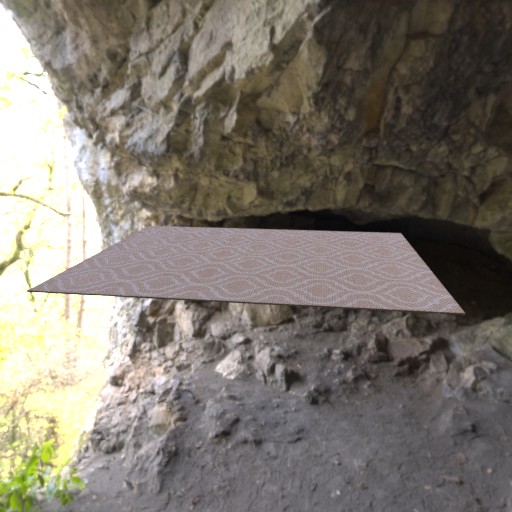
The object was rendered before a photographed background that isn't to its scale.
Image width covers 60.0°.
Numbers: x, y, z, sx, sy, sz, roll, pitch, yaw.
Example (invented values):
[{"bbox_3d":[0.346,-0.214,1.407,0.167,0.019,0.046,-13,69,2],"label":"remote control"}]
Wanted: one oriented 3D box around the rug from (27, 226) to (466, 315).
[{"bbox_3d":[0.000,0.000,3.972,2.894,0.013,2.286,2,15,8],"label":"rug"}]
